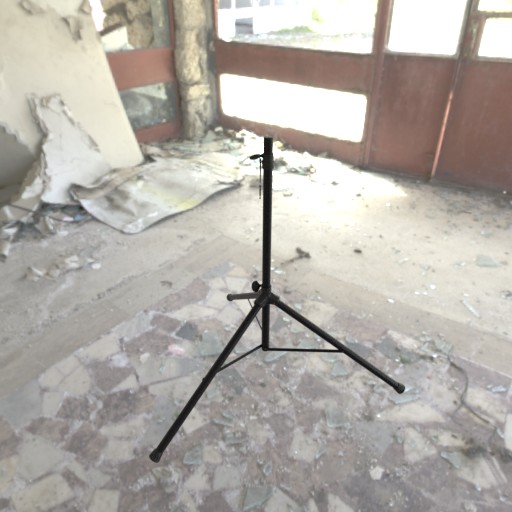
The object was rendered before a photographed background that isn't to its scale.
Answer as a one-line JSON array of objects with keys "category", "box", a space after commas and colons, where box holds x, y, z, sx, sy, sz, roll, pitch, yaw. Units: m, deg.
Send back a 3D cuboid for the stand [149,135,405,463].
[{"category": "stand", "box": [0.000, 0.000, 2.713, 1.596, 1.595, 1.339, -9, 33, -15]}]
